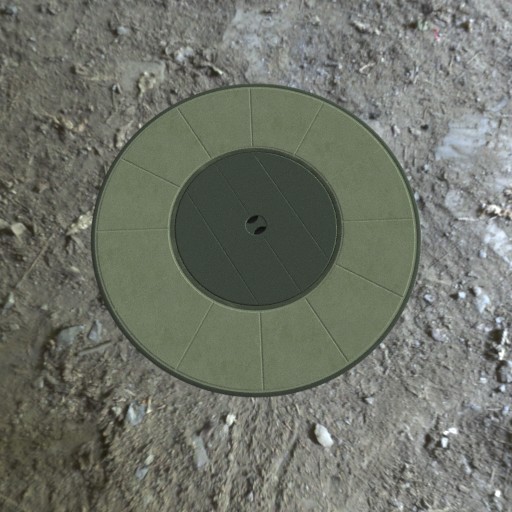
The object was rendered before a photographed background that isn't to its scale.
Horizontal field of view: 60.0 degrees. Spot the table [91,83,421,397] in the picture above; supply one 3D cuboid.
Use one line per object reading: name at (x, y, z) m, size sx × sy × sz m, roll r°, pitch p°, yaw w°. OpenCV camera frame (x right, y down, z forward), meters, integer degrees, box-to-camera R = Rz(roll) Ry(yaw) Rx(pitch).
table at (0.000, 0.000, 1.545) m, size 0.914 × 0.650 × 0.914 m, roll 0°, pitch 75°, yaw 0°
